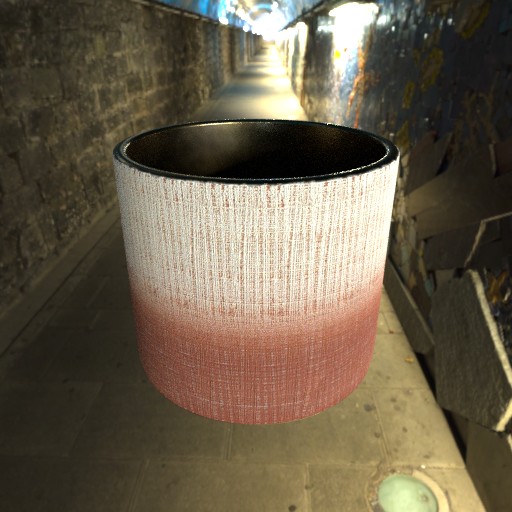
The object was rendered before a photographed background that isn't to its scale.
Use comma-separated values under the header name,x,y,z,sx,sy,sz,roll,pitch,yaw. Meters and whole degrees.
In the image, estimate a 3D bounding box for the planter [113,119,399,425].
name,x,y,z,sx,sy,sz,roll,pitch,yaw
planter,0.000,0.000,0.391,0.221,0.201,0.221,0,27,0
